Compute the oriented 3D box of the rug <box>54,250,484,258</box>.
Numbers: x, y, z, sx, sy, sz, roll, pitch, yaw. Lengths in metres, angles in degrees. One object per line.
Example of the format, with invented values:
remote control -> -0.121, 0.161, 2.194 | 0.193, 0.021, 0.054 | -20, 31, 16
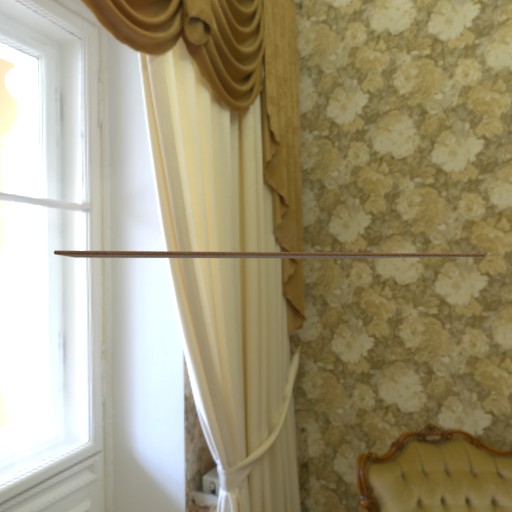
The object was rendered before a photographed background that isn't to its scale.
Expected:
rug -> 0.000, 0.000, 2.331 | 1.829, 0.014, 1.219 | 0, -1, -19
